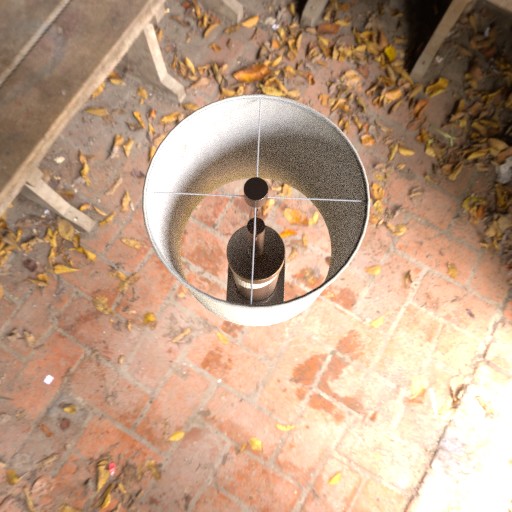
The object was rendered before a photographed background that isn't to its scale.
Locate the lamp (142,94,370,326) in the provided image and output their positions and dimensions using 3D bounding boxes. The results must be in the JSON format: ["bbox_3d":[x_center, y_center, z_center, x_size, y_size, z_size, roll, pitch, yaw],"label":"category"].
[{"bbox_3d":[0.000,0.000,0.625,0.202,0.509,0.202,2,77,1],"label":"lamp"}]
